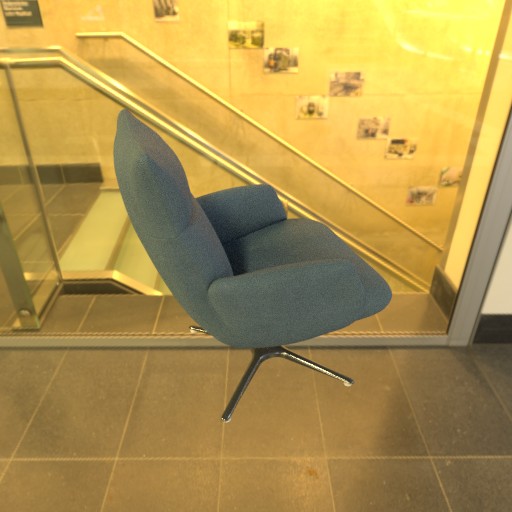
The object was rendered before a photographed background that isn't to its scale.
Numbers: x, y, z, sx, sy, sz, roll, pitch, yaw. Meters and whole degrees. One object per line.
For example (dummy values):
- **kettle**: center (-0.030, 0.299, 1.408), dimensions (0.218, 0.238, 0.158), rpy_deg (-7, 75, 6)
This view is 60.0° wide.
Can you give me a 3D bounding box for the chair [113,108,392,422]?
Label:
- **chair**: center (0.000, 0.000, 1.641), dimensions (0.889, 1.016, 0.711), rpy_deg (-11, 33, -17)
